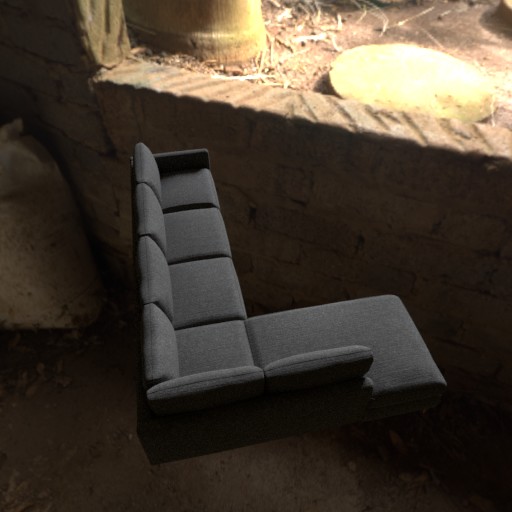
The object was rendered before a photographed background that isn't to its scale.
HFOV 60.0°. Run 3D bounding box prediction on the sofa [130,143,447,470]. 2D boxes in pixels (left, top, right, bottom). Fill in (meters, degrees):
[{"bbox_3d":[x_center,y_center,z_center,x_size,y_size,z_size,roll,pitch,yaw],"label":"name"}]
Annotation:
[{"bbox_3d":[0.000,0.000,3.782,2.007,0.815,2.949,-9,46,-8],"label":"sofa"}]
